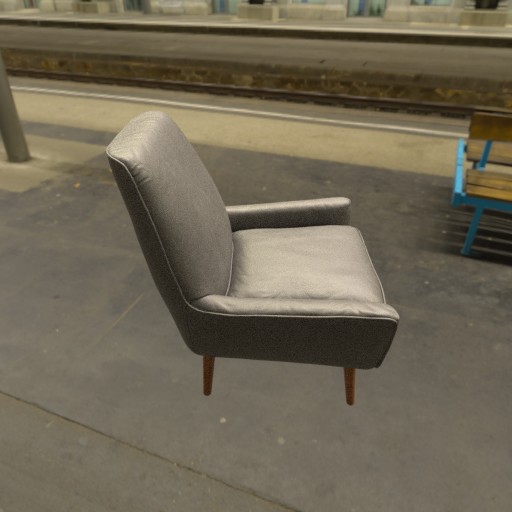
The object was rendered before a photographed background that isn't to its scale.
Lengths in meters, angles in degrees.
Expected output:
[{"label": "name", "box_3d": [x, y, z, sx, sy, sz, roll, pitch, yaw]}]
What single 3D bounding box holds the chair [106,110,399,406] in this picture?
[{"label": "chair", "box_3d": [0.000, 0.000, 1.537, 0.822, 0.888, 0.787, 0, 32, 0]}]
